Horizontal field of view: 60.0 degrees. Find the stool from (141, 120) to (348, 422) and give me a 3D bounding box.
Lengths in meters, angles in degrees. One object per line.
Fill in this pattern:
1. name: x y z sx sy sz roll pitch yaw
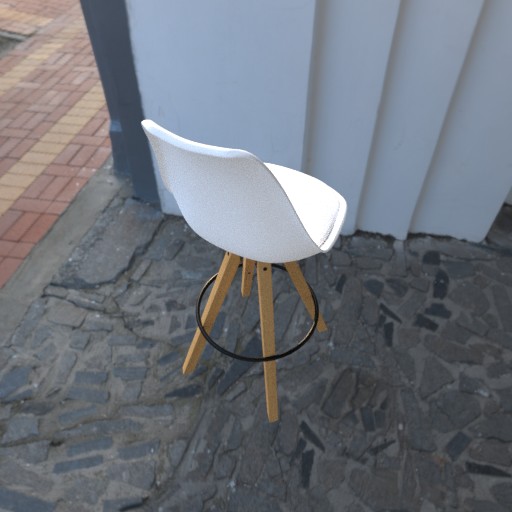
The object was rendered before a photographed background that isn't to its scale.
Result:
1. stool: 0.000 0.000 1.389 0.482 1.115 0.549 23 51 20
